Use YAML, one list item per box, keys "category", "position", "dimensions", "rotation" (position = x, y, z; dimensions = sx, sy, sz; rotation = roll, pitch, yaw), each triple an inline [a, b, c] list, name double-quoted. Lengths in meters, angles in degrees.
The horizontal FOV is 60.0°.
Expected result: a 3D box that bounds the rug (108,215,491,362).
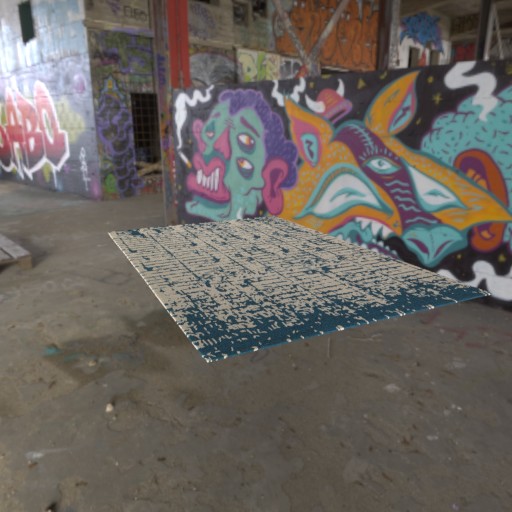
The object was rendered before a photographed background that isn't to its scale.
- category: "rug"
  position: [0.000, 0.000, 2.316]
  dimensions: [1.220, 0.007, 1.828]
  rotation: [-8, 18, -25]
